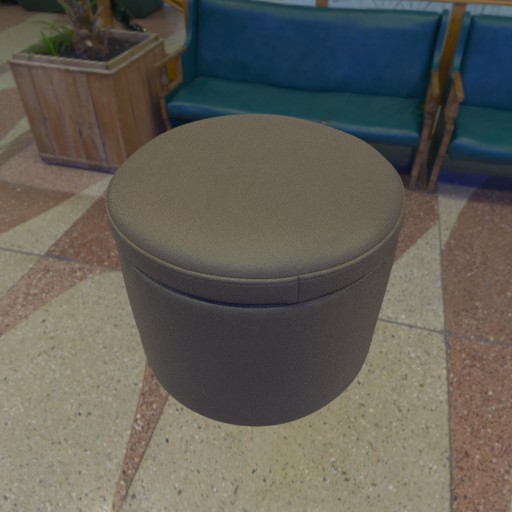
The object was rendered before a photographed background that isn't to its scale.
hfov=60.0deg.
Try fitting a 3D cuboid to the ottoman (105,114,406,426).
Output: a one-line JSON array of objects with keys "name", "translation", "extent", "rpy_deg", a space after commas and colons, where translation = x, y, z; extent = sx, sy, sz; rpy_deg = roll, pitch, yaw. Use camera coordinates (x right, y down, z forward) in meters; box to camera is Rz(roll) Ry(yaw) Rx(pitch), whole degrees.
[{"name": "ottoman", "translation": [0.000, 0.000, 0.861], "extent": [0.500, 0.409, 0.500], "rpy_deg": [0, 41, 0]}]
